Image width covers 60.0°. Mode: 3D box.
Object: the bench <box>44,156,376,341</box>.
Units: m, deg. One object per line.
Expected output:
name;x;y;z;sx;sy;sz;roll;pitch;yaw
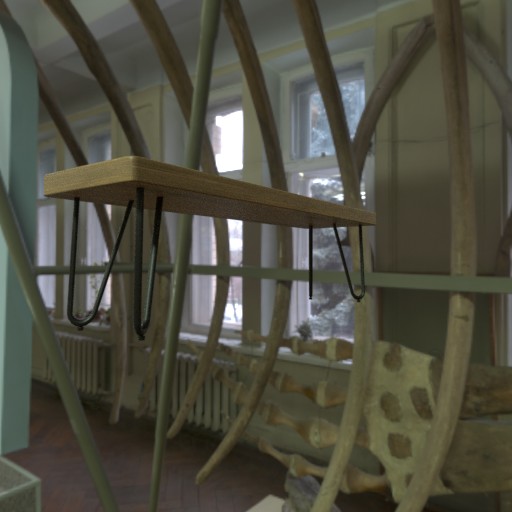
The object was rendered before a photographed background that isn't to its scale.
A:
bench;0.000;0.000;1.810;0.425;0.462;1.570;-1;-1;37
